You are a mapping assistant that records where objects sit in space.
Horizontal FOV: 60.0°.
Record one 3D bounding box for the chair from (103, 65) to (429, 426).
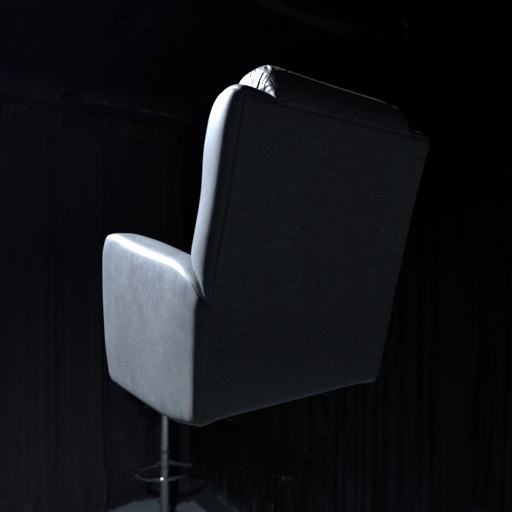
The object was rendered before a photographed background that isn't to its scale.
[{"bbox_3d":[0.000,0.000,1.812,0.967,1.116,1.068,0,1,-36],"label":"chair"}]
